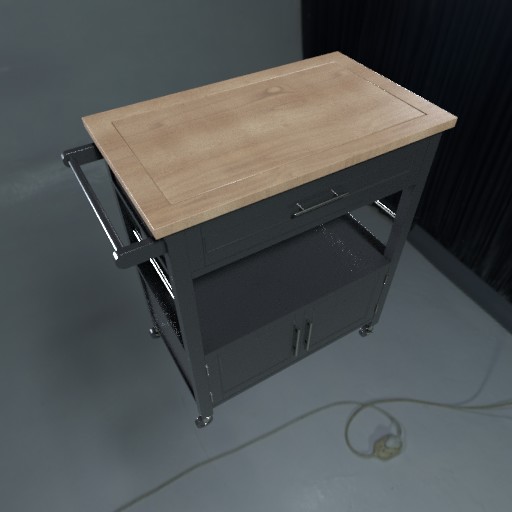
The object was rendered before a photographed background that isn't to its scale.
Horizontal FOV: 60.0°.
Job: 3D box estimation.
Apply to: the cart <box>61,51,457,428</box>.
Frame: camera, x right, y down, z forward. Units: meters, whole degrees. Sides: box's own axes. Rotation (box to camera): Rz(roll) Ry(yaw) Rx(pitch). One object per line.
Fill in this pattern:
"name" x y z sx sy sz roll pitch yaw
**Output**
"cart" 0.000 0.000 1.357 0.840 0.901 0.459 -23 50 -21
